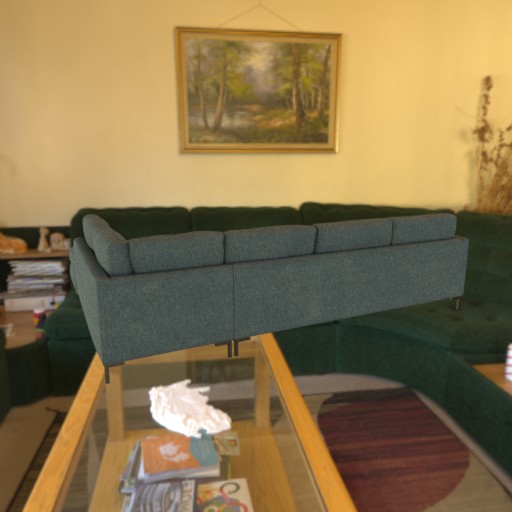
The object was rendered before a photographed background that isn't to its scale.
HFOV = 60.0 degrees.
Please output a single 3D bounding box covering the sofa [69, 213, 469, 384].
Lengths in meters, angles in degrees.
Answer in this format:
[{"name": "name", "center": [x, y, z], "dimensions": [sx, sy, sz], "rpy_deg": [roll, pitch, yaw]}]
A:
[{"name": "sofa", "center": [0.000, 0.000, 3.898], "dimensions": [2.949, 0.815, 2.007], "rpy_deg": [-6, 14, -25]}]
